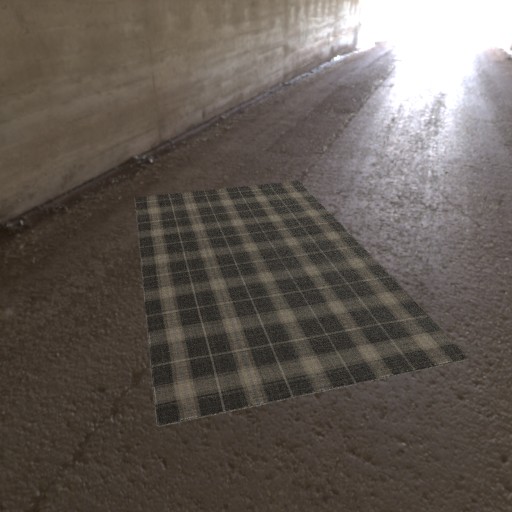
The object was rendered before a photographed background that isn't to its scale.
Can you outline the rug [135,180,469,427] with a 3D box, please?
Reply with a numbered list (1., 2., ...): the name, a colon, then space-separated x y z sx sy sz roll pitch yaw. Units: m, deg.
1. rug: 0.000 0.000 3.007 1.520 0.015 2.434 -8 32 -13
